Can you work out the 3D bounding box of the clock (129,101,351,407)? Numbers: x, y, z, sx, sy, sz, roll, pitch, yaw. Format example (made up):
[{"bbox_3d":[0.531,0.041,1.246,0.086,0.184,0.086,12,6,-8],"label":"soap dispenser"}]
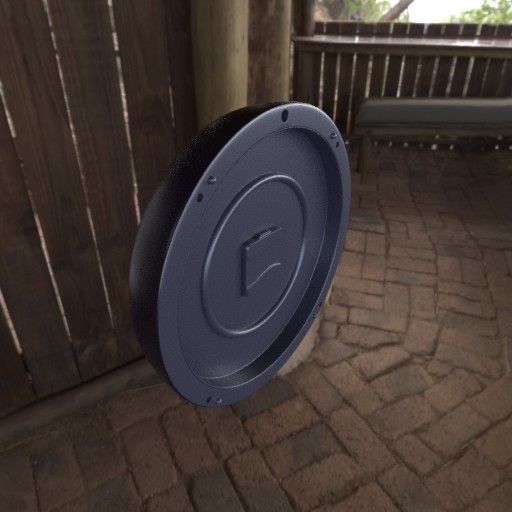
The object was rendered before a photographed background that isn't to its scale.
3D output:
[{"bbox_3d":[0.000,0.000,0.445,0.060,0.300,0.300,21,36,32],"label":"clock"}]
